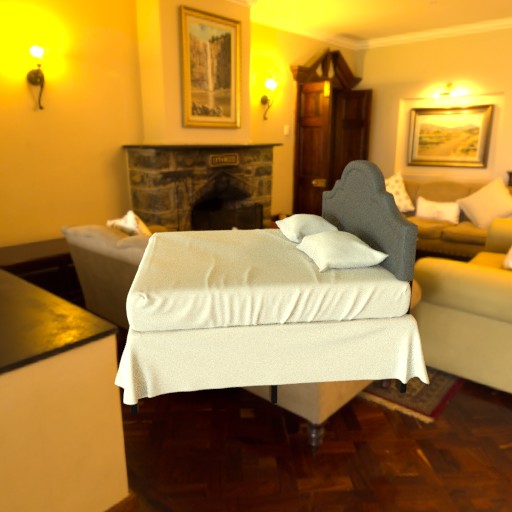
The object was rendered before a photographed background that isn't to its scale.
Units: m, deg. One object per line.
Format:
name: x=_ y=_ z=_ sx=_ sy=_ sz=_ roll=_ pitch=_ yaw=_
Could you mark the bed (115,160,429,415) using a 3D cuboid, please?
bed: x=0.000 y=0.000 z=3.885 sx=2.222 sy=1.631 sz=2.303 roll=-2 pitch=15 yaw=-8
